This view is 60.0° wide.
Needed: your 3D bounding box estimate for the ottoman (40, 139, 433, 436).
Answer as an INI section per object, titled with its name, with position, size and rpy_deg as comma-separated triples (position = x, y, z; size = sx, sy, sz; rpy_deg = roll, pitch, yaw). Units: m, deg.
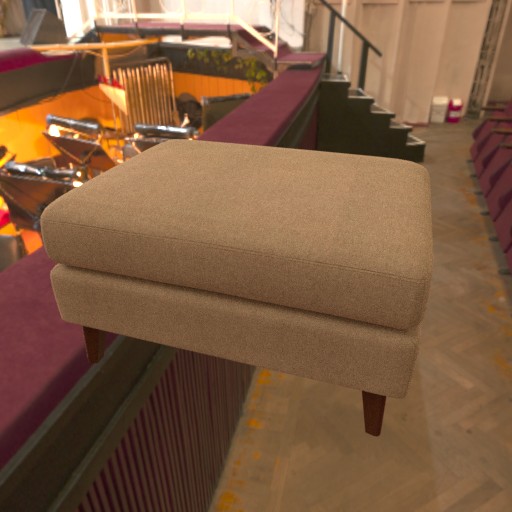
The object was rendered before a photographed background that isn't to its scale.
[ottoman]
position = 0.000, 0.000, 1.176
size = 0.823, 0.478, 0.610
rpy_deg = 9, 31, 16
